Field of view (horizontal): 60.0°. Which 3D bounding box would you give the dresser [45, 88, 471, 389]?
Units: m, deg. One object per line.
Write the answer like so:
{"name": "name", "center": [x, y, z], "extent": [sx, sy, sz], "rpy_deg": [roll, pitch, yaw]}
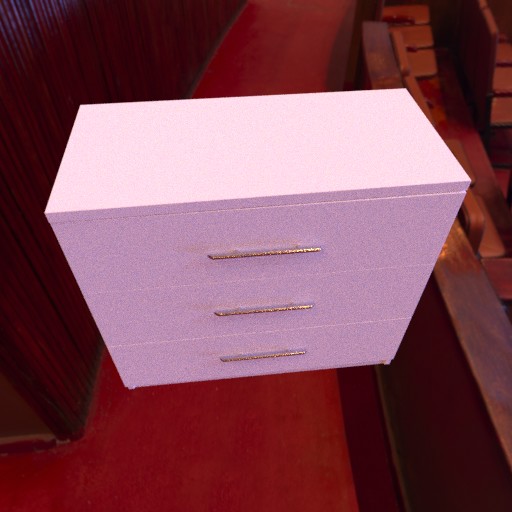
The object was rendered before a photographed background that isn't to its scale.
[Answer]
{"name": "dresser", "center": [0.000, 0.000, 1.253], "extent": [0.830, 0.740, 0.420], "rpy_deg": [-4, 47, -4]}
